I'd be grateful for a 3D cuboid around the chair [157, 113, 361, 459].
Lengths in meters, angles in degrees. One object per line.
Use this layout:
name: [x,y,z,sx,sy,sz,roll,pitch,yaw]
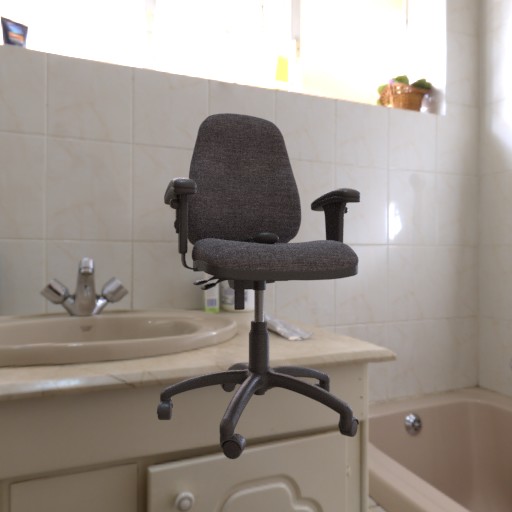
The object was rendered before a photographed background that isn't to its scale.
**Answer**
chair: [0.000,0.000,1.272,0.550,0.910,0.530,0,0,-20]
